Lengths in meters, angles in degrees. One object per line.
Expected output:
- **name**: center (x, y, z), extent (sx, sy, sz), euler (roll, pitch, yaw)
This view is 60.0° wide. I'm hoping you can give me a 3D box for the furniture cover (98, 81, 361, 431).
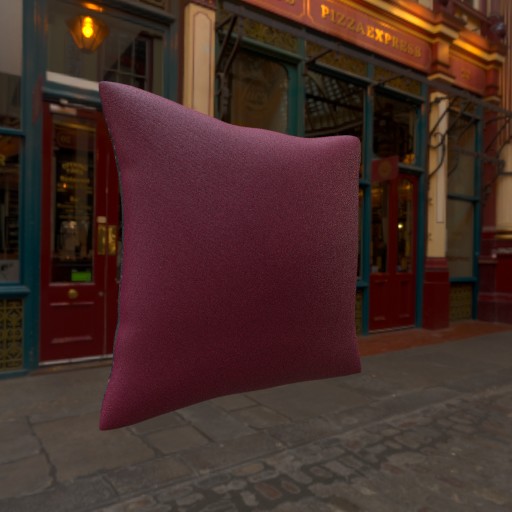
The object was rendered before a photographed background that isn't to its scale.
- **furniture cover**: center (0.000, 0.000, 0.796), extent (0.552, 0.509, 0.193), euler (0, 0, -35)
